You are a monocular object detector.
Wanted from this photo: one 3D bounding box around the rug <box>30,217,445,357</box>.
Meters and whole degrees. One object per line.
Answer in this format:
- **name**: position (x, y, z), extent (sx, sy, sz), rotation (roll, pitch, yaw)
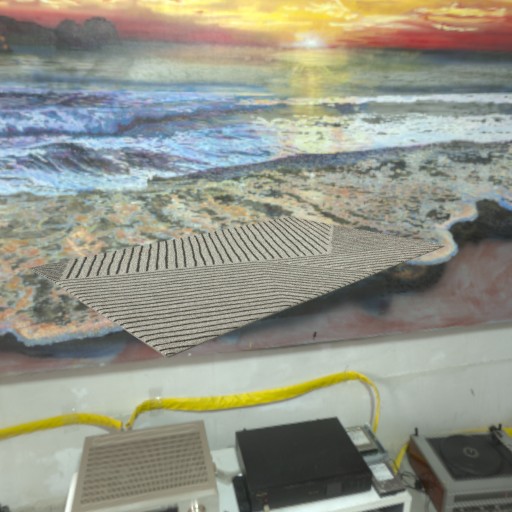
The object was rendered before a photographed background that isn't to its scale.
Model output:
- **rug**: position (0.000, 0.000, 2.999), extent (2.406, 0.023, 1.539), rotation (-15, 22, -42)
